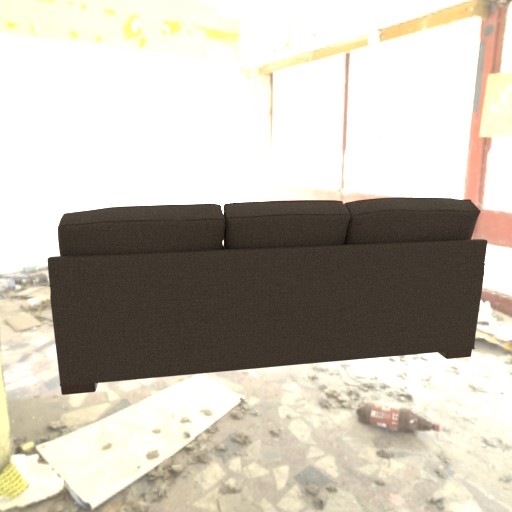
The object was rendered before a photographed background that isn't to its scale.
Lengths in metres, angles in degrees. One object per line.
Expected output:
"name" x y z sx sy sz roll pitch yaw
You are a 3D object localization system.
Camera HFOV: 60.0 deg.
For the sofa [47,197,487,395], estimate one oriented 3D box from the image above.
"sofa" 0.000 0.000 3.210 2.370 0.973 1.790 -2 14 -10
